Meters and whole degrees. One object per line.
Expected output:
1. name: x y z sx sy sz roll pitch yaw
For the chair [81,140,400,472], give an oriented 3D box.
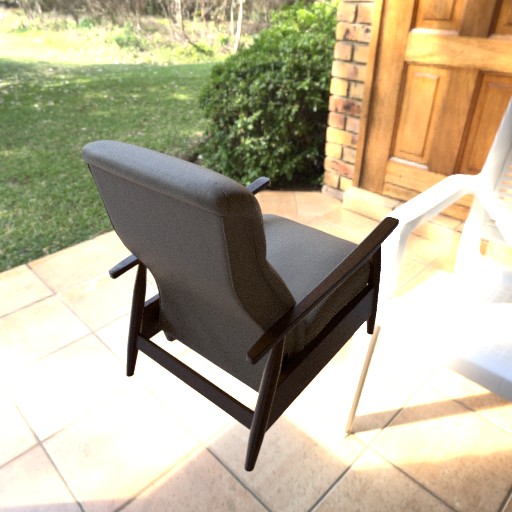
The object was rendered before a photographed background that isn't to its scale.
1. chair: 0.000 0.000 1.813 0.762 1.082 1.030 24 39 33
